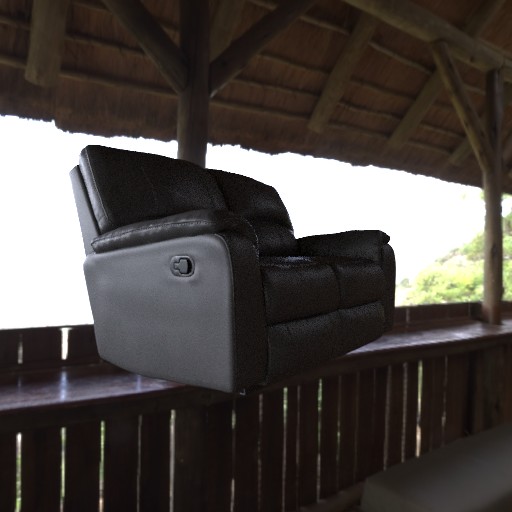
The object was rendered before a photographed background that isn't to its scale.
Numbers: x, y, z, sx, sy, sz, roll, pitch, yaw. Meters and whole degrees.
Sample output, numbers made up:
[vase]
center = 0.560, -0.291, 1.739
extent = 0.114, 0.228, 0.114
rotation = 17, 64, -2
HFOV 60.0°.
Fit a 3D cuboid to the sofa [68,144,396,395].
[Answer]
[sofa]
center = 0.000, 0.000, 2.472
extent = 1.104, 1.111, 1.765
rotation = 0, 0, 36
